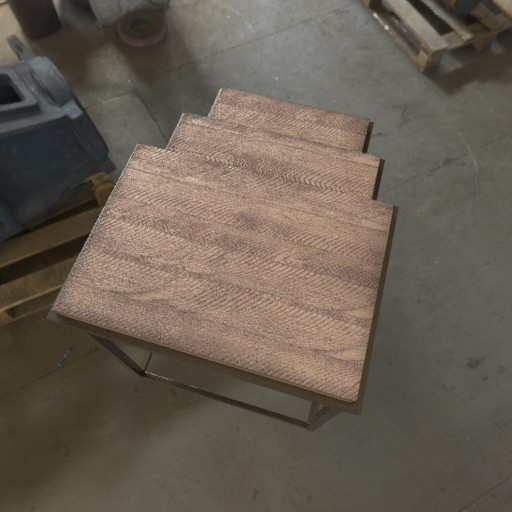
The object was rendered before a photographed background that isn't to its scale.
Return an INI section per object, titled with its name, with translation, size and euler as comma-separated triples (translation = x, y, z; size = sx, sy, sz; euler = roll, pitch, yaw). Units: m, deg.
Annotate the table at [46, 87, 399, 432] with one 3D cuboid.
[table]
translation = 0.000, 0.000, 1.145
size = 0.559, 0.610, 0.706
euler = 15, 65, 7
